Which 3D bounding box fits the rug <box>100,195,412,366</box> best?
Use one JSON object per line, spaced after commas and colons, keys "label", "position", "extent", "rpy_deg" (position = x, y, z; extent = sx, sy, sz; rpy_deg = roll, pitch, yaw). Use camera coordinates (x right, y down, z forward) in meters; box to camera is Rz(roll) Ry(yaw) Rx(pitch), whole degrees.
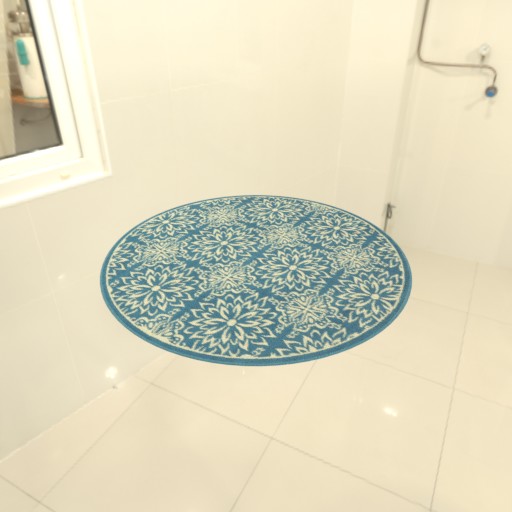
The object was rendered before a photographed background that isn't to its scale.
{"label": "rug", "position": [0.000, 0.000, 2.359], "extent": [1.593, 0.012, 1.593], "rpy_deg": [0, 32, 0]}
